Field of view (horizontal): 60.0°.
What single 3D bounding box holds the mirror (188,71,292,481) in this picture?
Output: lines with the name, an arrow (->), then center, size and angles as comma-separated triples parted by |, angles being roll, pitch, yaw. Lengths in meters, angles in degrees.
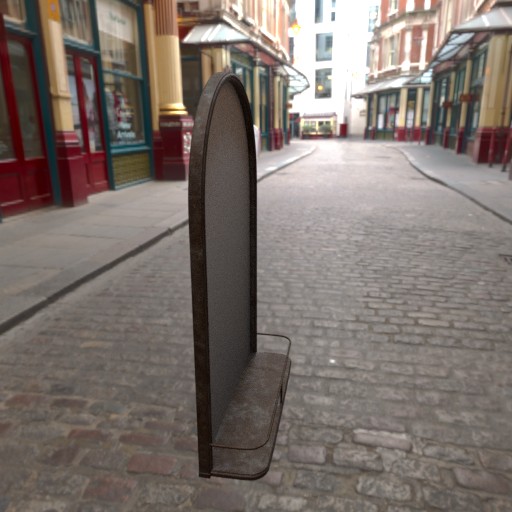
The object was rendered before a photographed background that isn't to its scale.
mirror -> 0.000, 0.000, 0.997 | 0.137, 0.770, 0.510 | 3, 16, 10
